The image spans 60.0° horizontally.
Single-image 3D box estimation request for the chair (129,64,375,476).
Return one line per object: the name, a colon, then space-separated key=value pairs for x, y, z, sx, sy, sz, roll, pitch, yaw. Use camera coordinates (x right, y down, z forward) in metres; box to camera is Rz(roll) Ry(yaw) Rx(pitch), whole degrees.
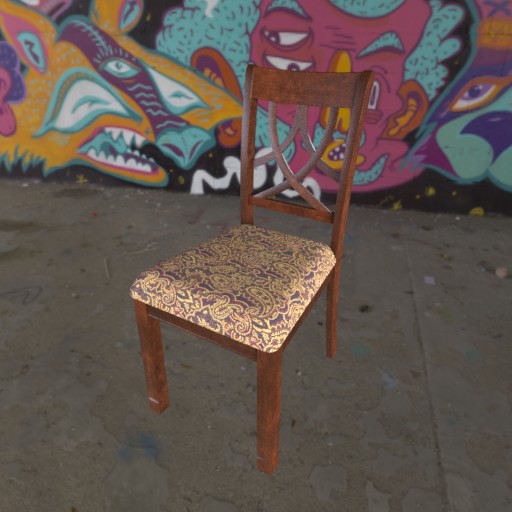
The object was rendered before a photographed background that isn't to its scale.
chair: x=0.000 y=0.000 z=1.273 sx=0.457 sy=0.965 sz=0.584 roll=16 pitch=32 yaw=28
